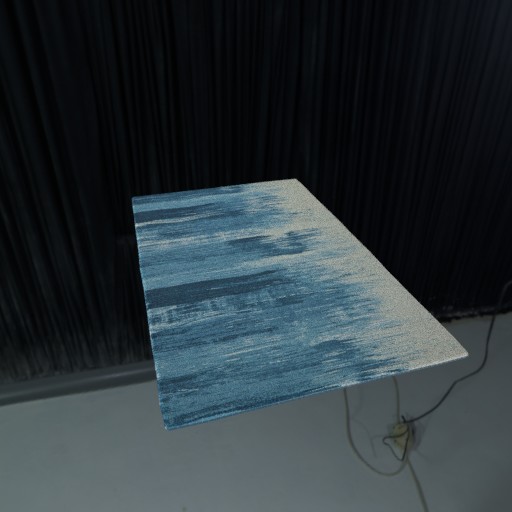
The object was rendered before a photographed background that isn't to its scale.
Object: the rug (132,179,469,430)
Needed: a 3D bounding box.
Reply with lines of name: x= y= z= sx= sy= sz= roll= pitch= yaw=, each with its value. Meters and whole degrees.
rug: x=0.000 y=0.000 z=3.025 sx=1.540 sy=0.027 sz=2.450 roll=-9 pitch=33 yaw=-14
